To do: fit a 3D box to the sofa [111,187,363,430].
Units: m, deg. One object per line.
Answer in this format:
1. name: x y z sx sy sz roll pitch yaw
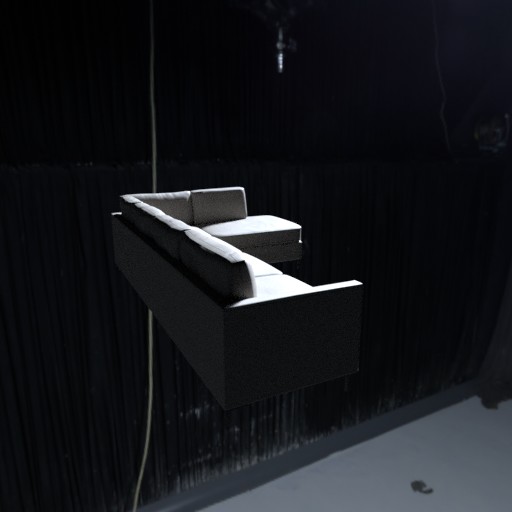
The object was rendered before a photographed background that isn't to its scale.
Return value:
1. sofa: 0.000 0.000 4.201 2.077 0.964 3.331 -7 17 -26
